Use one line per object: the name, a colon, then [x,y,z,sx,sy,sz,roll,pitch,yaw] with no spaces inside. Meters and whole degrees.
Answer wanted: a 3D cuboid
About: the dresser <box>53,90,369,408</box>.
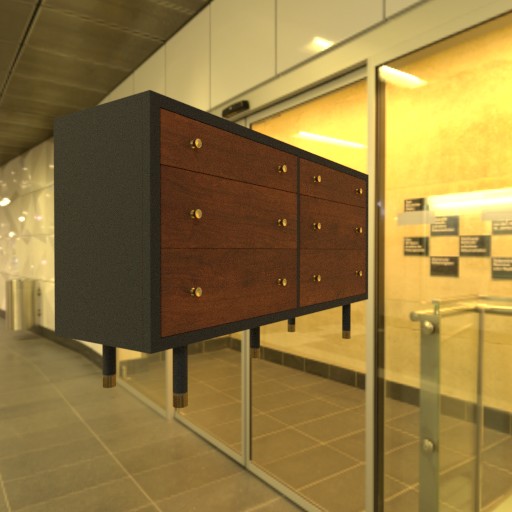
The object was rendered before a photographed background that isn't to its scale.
dresser: [0.000,0.000,1.900,0.463,0.872,1.558,1,1,35]
